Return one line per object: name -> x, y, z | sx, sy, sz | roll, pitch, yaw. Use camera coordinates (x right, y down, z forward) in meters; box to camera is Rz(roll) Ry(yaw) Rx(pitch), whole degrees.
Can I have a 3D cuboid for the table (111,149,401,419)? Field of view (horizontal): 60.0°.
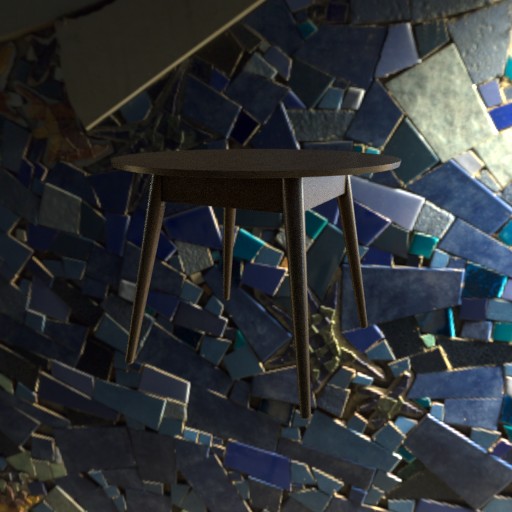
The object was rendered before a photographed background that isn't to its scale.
table -> 0.000, 0.000, 1.794 | 1.053, 0.786, 1.053 | 0, 17, 0
